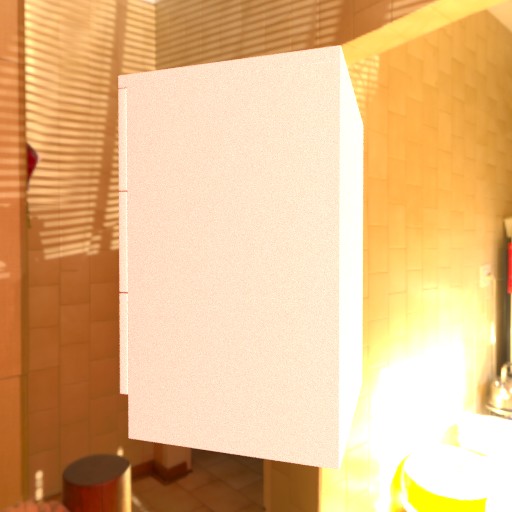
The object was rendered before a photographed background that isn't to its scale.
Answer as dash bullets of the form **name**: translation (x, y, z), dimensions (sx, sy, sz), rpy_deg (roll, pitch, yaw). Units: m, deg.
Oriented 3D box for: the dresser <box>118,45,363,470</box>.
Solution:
- **dresser**: translation (0.000, 0.000, 0.829), dimensions (0.360, 0.560, 0.400), rpy_deg (0, 1, 18)
